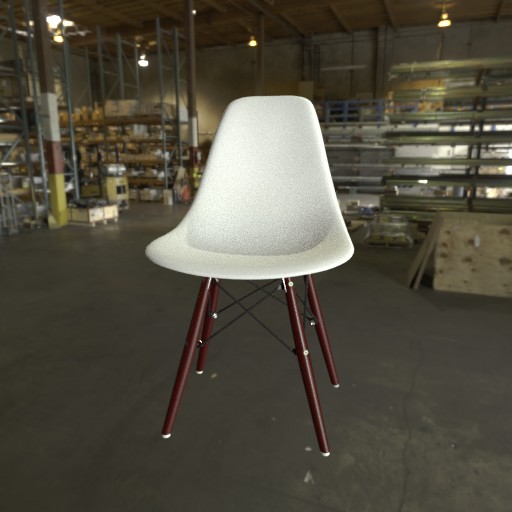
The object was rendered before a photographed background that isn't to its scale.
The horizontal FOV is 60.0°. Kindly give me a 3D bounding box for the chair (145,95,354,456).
[{"bbox_3d":[0.000,0.000,1.115,0.470,0.826,0.533,2,13,9],"label":"chair"}]
